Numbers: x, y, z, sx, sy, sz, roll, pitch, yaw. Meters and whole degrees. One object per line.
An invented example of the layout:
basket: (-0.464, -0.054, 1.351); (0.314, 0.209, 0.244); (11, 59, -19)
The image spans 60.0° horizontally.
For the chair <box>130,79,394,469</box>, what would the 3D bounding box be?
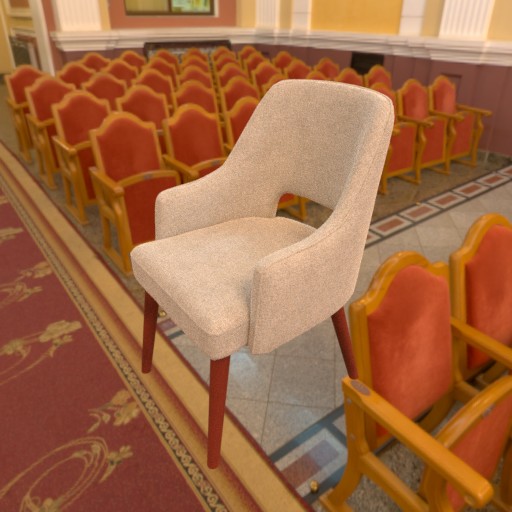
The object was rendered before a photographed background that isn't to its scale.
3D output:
chair: (0.000, 0.000, 1.225); (0.605, 0.849, 0.548); (-20, 35, -31)
